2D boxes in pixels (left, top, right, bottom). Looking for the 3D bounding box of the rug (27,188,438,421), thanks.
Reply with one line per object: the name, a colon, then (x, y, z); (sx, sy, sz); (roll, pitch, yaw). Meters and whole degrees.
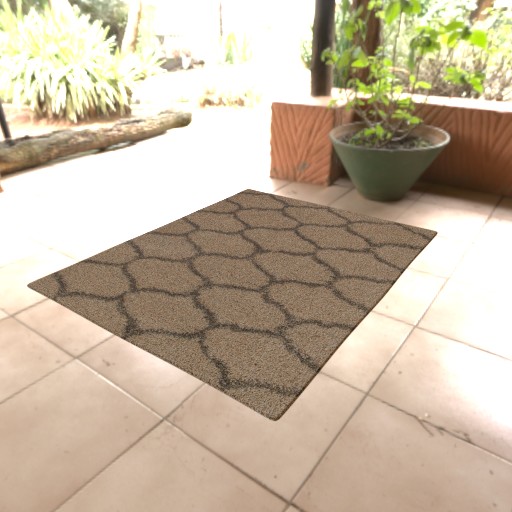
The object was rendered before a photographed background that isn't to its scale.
rug: (0.000, 0.000, 4.010); (2.399, 0.026, 3.000); (18, 32, 31)
